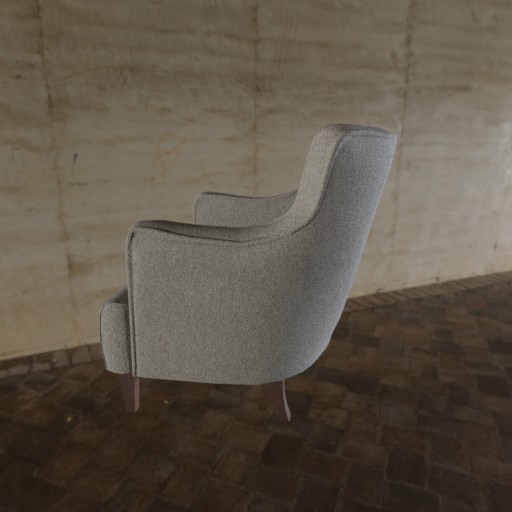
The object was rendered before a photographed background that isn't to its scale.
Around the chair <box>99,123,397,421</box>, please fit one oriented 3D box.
[{"bbox_3d":[0.000,0.000,1.606,0.910,0.920,0.820,2,16,8],"label":"chair"}]
